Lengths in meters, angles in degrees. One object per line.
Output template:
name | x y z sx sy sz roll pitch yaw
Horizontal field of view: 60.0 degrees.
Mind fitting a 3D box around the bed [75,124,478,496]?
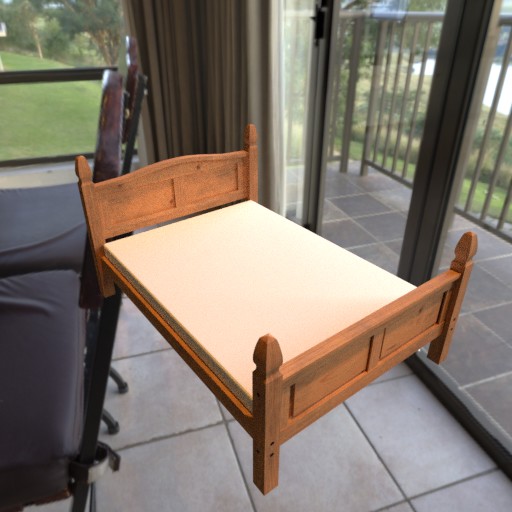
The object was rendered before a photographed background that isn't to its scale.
bed | 0.000 0.000 2.879 1.490 1.100 2.069 -21 36 -32
